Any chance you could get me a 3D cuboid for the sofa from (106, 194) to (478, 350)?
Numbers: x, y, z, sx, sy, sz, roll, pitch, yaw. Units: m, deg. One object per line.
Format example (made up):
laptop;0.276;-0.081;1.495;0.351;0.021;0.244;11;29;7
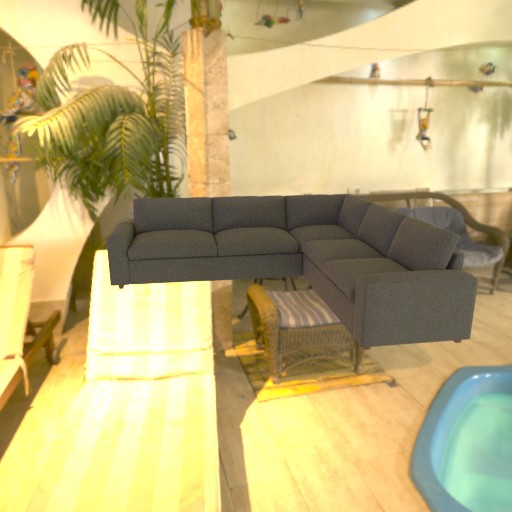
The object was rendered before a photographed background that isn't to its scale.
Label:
sofa;0.000;0.000;4.822;3.277;0.965;2.895;-2;16;-9
